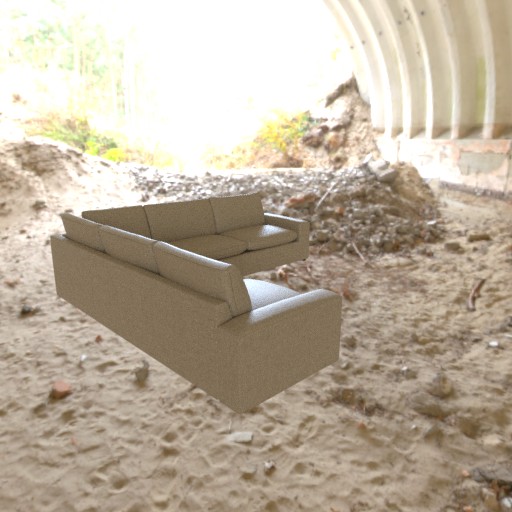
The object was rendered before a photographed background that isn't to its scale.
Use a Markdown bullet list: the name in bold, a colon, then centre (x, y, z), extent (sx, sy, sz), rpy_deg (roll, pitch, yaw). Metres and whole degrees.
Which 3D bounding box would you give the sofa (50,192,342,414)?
- **sofa**: centre (0.000, 0.000, 4.088), extent (2.742, 0.800, 2.622), rpy_deg (-14, 20, -42)
